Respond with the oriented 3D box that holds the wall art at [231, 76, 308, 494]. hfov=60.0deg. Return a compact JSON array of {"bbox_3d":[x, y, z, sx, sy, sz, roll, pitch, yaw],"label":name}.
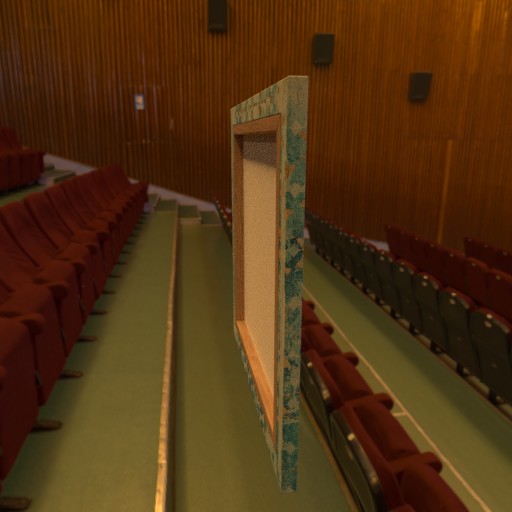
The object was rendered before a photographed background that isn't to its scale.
[{"bbox_3d":[0.000,0.000,1.361,0.040,0.916,0.916,-3,15,-9],"label":"wall art"}]
